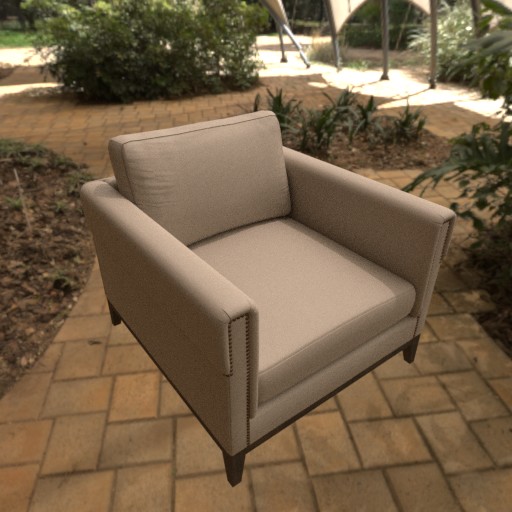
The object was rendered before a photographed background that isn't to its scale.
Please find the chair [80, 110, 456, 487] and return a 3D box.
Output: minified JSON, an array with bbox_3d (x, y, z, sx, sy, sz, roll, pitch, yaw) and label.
[{"bbox_3d":[0.000,0.000,1.627,0.914,0.838,0.959,-21,37,-31],"label":"chair"}]
